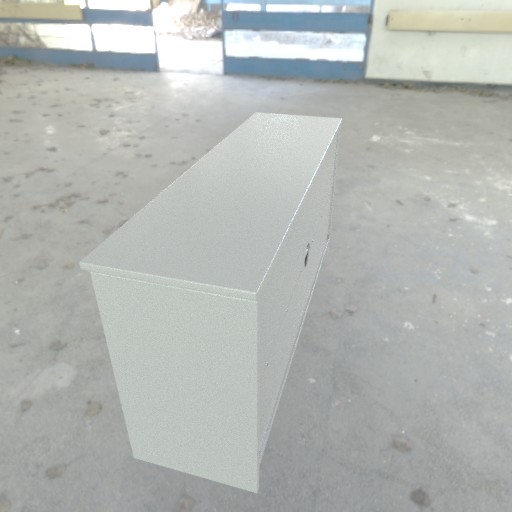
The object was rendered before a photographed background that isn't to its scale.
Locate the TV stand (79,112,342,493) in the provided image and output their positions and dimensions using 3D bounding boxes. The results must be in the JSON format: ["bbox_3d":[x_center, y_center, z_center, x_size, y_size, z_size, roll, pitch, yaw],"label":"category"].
[{"bbox_3d":[0.000,0.000,1.414,0.344,0.603,1.167,9,33,14],"label":"TV stand"}]
